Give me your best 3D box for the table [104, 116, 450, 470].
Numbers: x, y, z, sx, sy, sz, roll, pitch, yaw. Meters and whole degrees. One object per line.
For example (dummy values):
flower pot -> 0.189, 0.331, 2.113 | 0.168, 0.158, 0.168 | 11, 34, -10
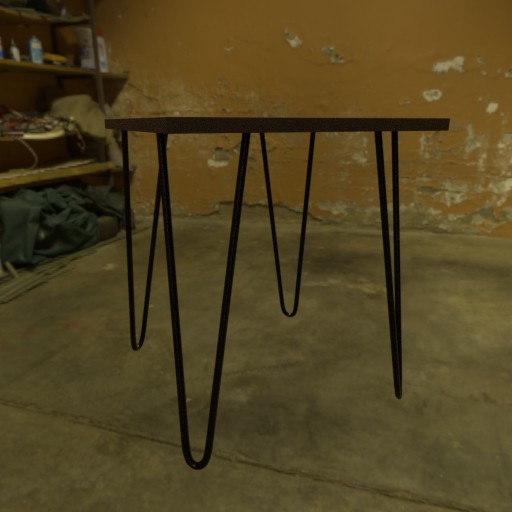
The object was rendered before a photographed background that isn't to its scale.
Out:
table -> 0.000, 0.000, 0.944 | 0.495, 0.559, 0.495 | -8, 19, -25
